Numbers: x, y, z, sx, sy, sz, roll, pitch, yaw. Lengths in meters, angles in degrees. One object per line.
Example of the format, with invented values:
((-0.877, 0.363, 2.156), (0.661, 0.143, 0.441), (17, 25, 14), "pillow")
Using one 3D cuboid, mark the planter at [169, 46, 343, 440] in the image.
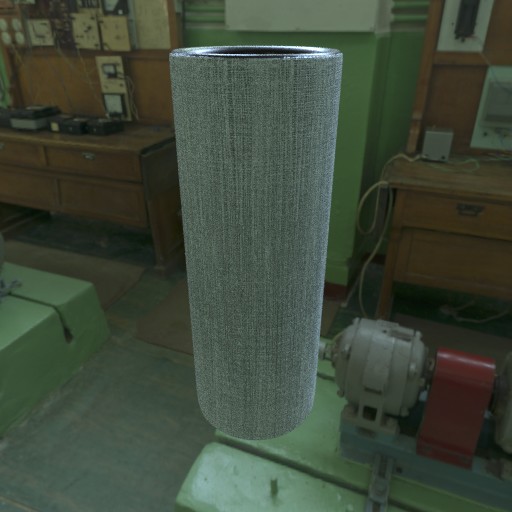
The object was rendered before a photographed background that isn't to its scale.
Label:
((0.000, 0.000, 0.320), (0.100, 0.270, 0.100), (10, 29, 18), "planter")
